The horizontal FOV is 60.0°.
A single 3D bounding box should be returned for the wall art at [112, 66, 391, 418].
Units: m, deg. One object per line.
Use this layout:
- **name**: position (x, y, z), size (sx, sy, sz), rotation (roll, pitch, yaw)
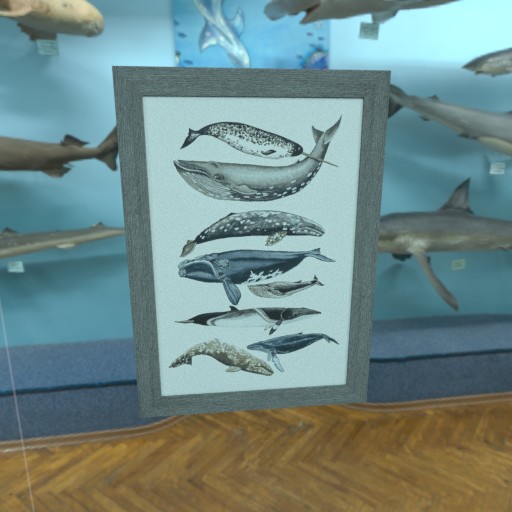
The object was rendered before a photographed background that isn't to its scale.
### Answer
- **wall art**: position (0.000, 0.000, 1.363), size (0.768, 1.070, 0.020), rotation (-2, 15, -6)
